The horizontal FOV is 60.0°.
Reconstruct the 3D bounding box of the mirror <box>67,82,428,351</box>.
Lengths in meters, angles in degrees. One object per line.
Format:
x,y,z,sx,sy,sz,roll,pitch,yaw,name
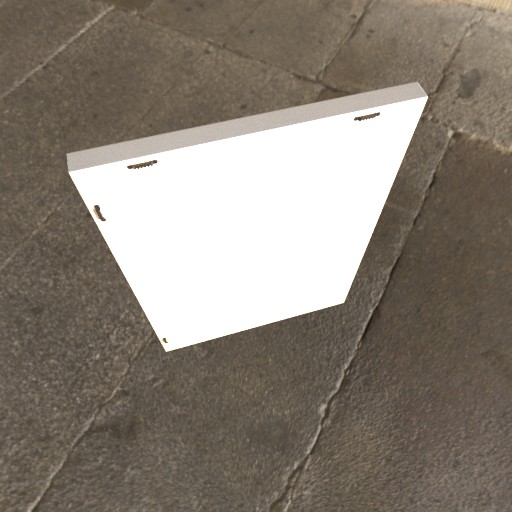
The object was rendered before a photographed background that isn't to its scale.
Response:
0.000,0.000,0.914,0.507,0.710,0.040,-14,61,-8,mirror
